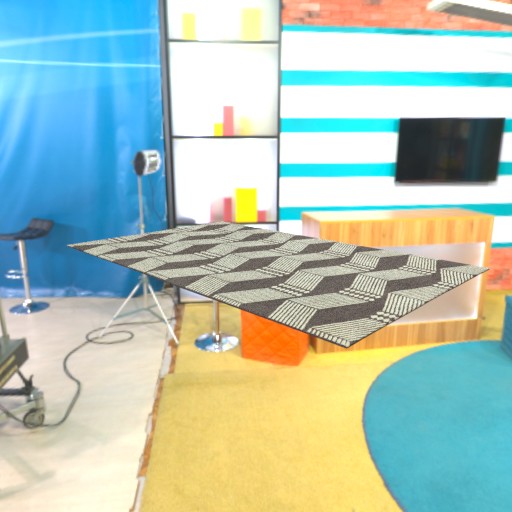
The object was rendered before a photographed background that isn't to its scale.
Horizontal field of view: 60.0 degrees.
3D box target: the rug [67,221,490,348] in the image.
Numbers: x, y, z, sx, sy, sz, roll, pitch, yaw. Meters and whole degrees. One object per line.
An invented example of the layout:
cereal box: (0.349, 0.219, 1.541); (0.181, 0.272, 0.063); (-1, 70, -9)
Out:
rug: (0.000, 0.000, 2.959); (2.435, 0.011, 1.517); (13, 19, 43)
